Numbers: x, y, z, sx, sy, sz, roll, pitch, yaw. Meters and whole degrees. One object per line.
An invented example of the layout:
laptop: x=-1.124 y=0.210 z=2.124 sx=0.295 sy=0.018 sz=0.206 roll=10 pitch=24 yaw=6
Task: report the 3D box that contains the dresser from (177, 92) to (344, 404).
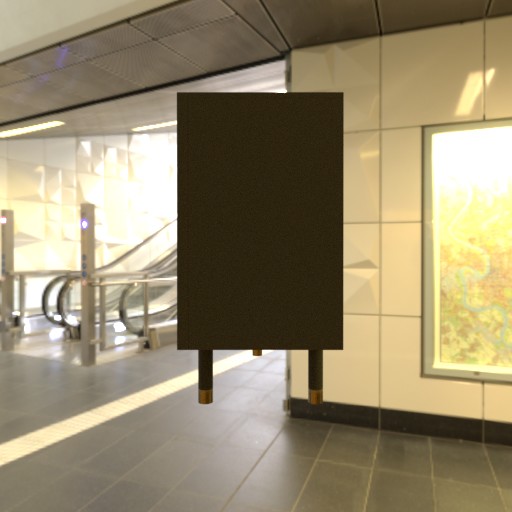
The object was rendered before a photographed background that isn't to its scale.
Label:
dresser: x=0.000 y=0.000 z=1.948 sx=0.463 sy=0.872 sz=1.558 roll=0 pitch=0 yaw=0
